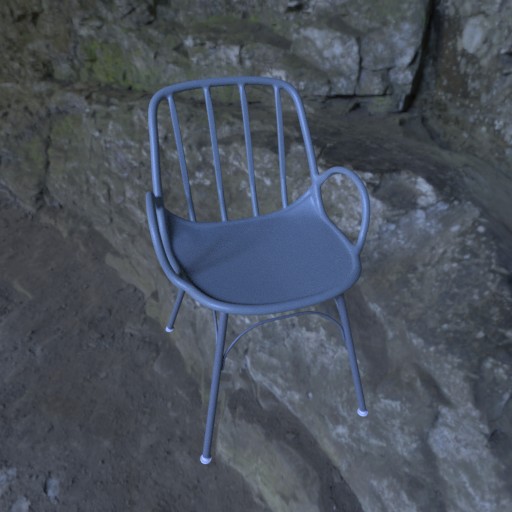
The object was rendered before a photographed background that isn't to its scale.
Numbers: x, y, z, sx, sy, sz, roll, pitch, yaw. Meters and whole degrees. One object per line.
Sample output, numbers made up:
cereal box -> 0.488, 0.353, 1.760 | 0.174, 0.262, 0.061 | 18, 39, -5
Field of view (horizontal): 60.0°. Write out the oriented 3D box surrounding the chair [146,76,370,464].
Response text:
chair -> 0.000, 0.000, 1.215 | 0.549, 0.816, 0.597 | -10, 35, -15
